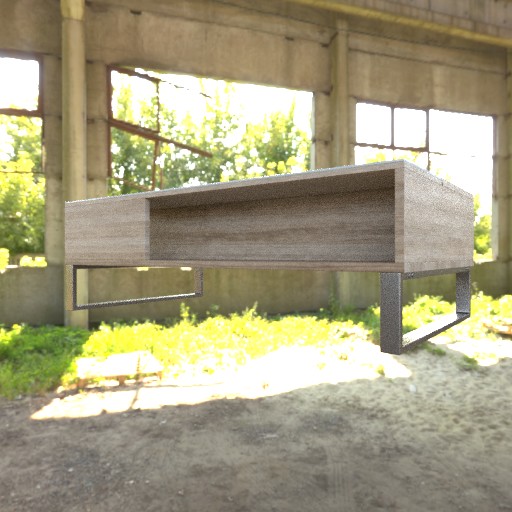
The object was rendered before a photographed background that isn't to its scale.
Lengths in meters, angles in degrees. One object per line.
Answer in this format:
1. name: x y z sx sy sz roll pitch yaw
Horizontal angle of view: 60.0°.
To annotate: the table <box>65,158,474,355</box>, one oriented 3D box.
1. table: 0.000 0.000 1.350 1.100 0.350 0.600 0 0 37
